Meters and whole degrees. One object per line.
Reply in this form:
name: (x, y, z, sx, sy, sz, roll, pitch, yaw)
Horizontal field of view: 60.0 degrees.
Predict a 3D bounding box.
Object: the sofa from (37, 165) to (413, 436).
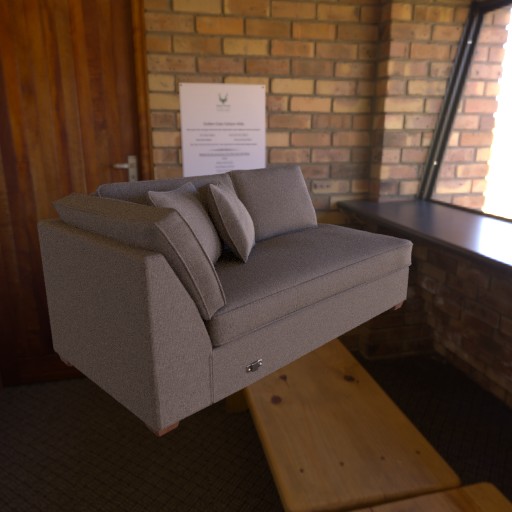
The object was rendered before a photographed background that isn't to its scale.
sofa: (0.000, 0.000, 2.831, 1.110, 1.033, 2.237, 15, 21, 43)
